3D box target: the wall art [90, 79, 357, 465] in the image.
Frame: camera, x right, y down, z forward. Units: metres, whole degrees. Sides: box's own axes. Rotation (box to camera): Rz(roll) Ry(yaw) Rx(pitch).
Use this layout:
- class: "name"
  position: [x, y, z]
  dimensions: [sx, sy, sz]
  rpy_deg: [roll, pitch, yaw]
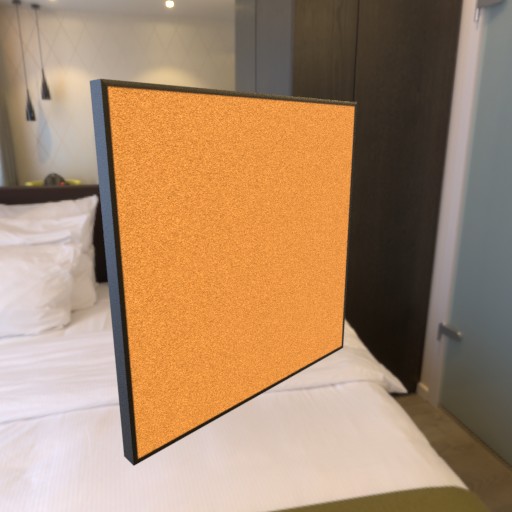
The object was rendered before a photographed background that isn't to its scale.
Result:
- class: "wall art"
  position: [0.000, 0.000, 1.113]
  dimensions: [0.769, 0.766, 0.042]
  rpy_deg: [-15, 21, -43]
